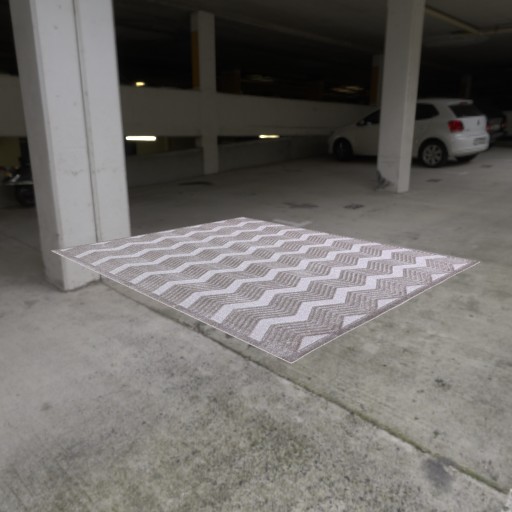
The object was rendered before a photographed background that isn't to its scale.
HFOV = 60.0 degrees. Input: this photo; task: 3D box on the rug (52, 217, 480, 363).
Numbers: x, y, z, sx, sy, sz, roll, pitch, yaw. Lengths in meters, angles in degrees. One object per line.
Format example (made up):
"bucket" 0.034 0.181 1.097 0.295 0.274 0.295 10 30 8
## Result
"rug" 0.000 0.000 3.851 2.391 0.005 2.880 -15 21 -43
